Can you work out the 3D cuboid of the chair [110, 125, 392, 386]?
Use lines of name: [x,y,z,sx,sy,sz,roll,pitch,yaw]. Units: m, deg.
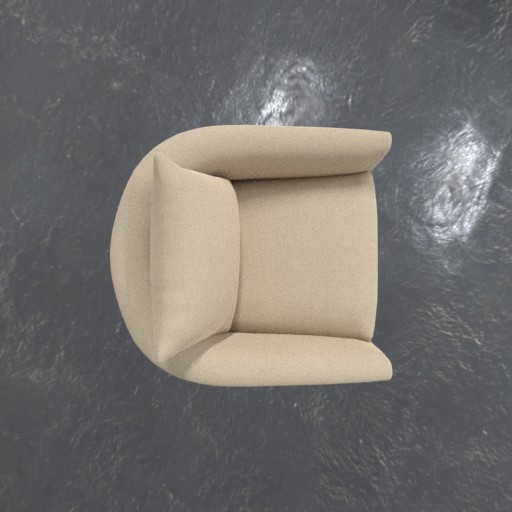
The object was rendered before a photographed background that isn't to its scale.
chair: [0.000,0.000,1.614,0.910,0.848,0.845,0,90,1]
